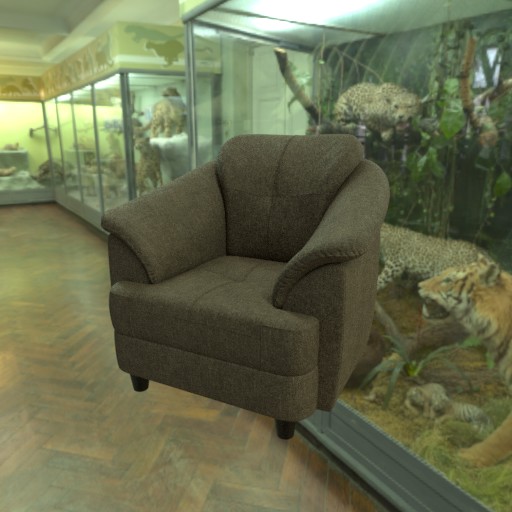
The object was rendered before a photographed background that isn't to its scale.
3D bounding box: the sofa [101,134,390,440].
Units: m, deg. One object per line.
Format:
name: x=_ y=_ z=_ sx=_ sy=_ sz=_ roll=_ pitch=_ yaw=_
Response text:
sofa: x=0.000 y=0.000 z=1.524 sx=0.870 sy=0.811 sz=0.794 roll=8 pitch=17 yaw=26
